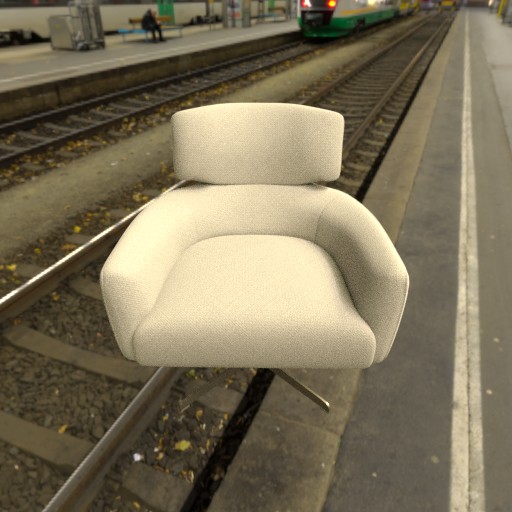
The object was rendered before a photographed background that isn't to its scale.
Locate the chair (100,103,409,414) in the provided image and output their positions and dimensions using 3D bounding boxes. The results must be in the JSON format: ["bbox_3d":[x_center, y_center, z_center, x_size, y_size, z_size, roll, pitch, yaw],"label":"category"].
[{"bbox_3d":[0.000,0.000,1.411,0.760,0.810,0.730,1,30,1],"label":"chair"}]
